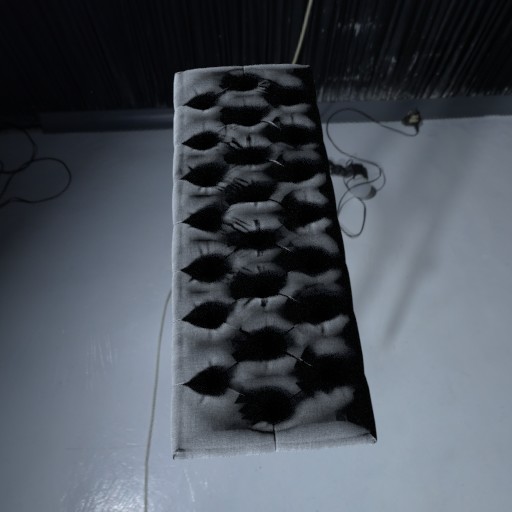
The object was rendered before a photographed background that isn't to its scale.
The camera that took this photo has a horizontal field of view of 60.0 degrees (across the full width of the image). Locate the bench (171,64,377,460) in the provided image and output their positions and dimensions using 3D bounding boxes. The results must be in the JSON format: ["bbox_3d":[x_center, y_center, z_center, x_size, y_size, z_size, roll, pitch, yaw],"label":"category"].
[{"bbox_3d":[0.000,0.000,1.276,0.417,0.470,1.052,-4,64,-2],"label":"bench"}]
